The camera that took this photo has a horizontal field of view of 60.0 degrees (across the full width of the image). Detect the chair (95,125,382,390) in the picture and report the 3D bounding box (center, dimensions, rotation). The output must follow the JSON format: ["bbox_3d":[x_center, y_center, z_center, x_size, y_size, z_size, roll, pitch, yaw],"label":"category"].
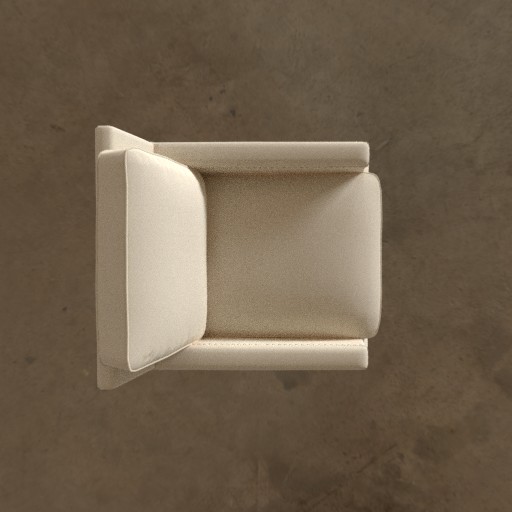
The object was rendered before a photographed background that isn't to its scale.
[{"bbox_3d":[0.000,0.000,1.732,1.014,0.943,0.853,0,91,1],"label":"chair"}]
